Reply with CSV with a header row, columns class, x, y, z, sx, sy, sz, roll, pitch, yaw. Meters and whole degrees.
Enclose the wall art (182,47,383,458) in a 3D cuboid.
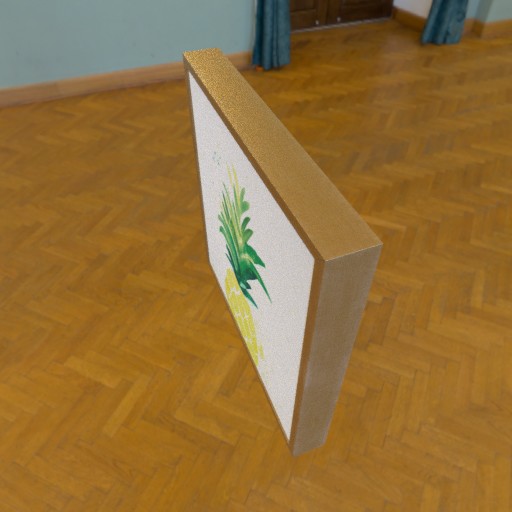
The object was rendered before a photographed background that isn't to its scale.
class,x,y,z,sx,sy,sz,roll,pitch,yaw
wall art,0.000,0.000,0.460,0.038,0.305,0.306,-16,48,-15
